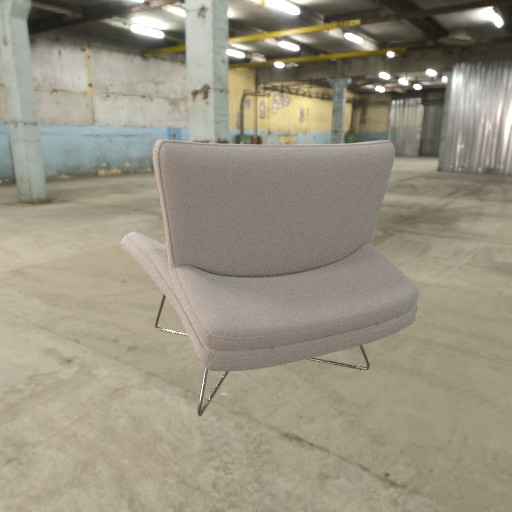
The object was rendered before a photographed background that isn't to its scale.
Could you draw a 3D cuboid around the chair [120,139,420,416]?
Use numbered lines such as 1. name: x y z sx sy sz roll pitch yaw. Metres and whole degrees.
1. chair: 0.000 0.000 1.693 0.859 0.855 1.008 -7 16 -25
